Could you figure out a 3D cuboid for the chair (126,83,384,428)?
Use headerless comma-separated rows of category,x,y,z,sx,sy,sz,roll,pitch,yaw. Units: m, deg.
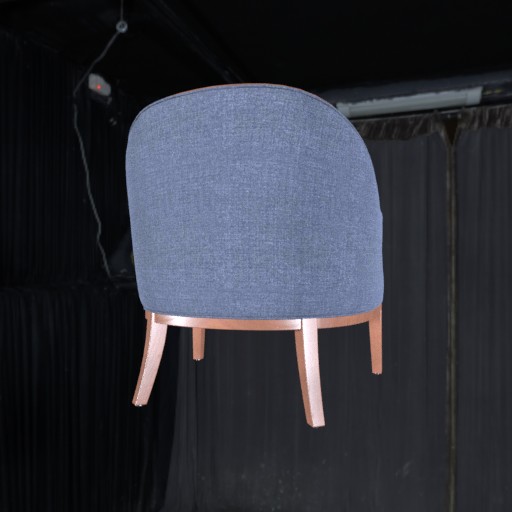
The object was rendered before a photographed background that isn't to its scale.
chair,0.000,0.000,1.483,0.803,0.876,0.735,0,-1,19
